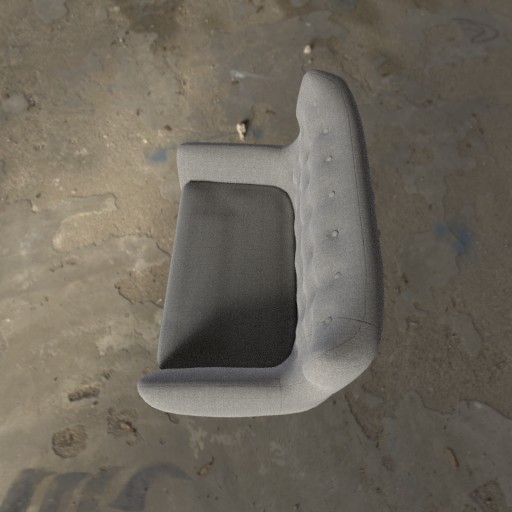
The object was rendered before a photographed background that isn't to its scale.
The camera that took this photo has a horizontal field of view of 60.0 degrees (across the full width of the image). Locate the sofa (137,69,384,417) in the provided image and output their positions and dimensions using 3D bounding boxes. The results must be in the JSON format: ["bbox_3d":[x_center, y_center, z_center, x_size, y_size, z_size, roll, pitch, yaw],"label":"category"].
[{"bbox_3d":[0.000,0.000,2.036,0.884,1.028,1.386,1,58,1],"label":"sofa"}]
